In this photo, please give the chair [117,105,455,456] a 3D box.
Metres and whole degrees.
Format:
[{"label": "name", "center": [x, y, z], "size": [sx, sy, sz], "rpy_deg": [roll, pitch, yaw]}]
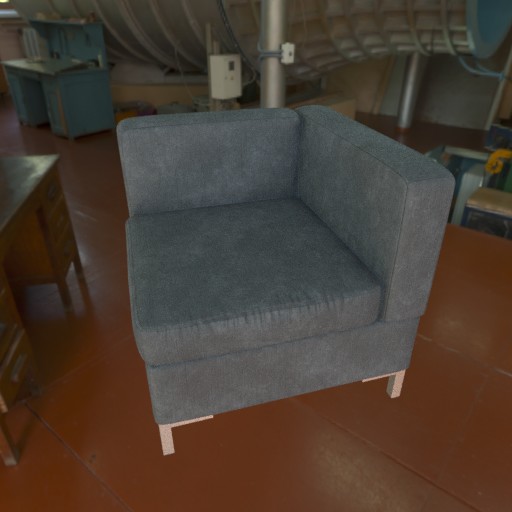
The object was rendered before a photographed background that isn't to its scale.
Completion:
[{"label": "chair", "center": [0.000, 0.000, 1.220], "size": [0.680, 0.660, 0.680], "rpy_deg": [-9, 32, -14]}]
